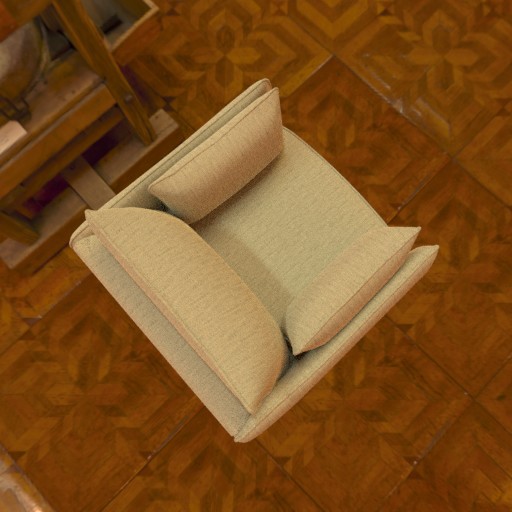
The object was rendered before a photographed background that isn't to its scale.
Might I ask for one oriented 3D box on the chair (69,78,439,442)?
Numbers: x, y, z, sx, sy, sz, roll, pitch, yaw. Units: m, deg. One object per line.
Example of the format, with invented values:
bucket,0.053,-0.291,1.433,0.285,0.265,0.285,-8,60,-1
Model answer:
chair,0.000,0.000,1.760,0.991,0.855,0.994,-42,81,-8
